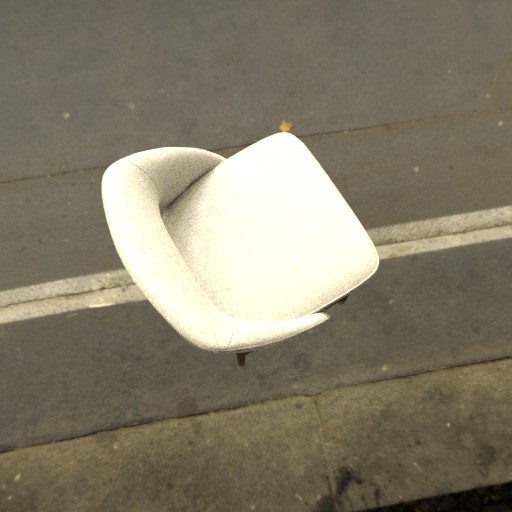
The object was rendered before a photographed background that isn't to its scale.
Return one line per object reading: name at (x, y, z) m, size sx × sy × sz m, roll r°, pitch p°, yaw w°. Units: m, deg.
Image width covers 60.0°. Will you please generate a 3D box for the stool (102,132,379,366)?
stool at (0.000, 0.000, 1.210) m, size 0.509 × 0.940 × 0.494 m, roll -31°, pitch 78°, yaw -7°
